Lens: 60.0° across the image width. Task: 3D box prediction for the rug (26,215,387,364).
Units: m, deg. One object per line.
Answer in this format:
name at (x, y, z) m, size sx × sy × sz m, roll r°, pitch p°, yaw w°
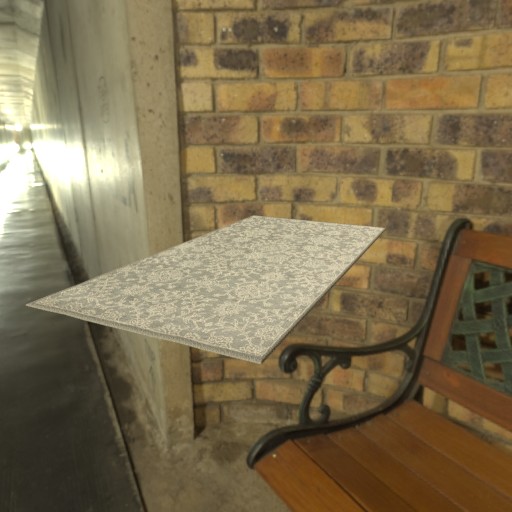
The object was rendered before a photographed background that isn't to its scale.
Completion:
rug at (0.000, 0.000, 3.611) m, size 1.546 × 0.011 × 3.048 m, roll 8°, pitch 18°, yaw 25°
